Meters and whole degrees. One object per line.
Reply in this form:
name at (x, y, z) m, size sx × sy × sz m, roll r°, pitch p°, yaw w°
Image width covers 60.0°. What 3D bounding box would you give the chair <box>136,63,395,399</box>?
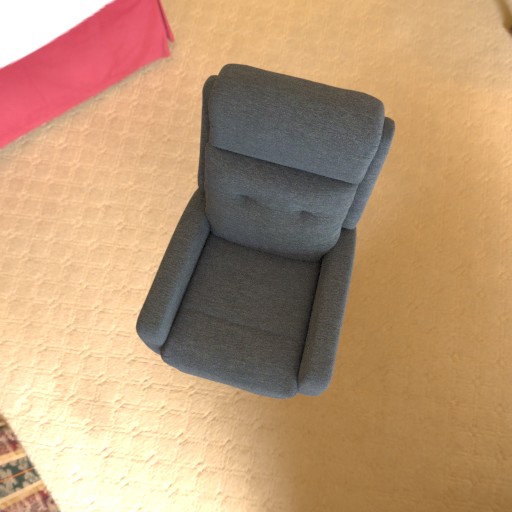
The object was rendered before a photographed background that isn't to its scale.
chair at (0.000, 0.000, 1.759) m, size 0.798 × 1.013 × 1.043 m, roll 16°, pitch 76°, yaw 4°
